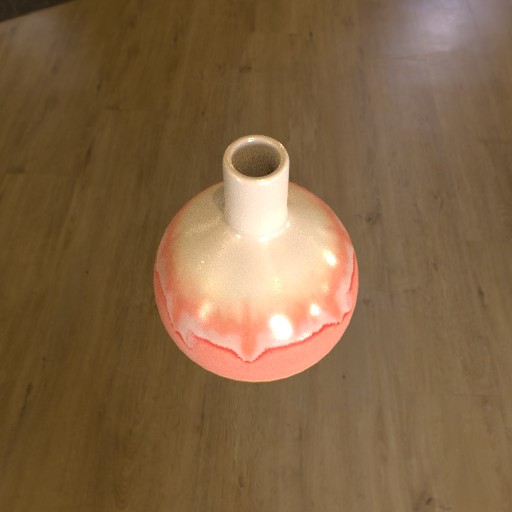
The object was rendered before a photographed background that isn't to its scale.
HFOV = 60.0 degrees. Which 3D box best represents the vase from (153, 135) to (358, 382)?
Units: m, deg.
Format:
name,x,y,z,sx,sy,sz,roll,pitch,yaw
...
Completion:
name,x,y,z,sx,sy,sz,roll,pitch,yaw
vase,0.000,0.000,0.277,0.137,0.176,0.137,0,59,0
